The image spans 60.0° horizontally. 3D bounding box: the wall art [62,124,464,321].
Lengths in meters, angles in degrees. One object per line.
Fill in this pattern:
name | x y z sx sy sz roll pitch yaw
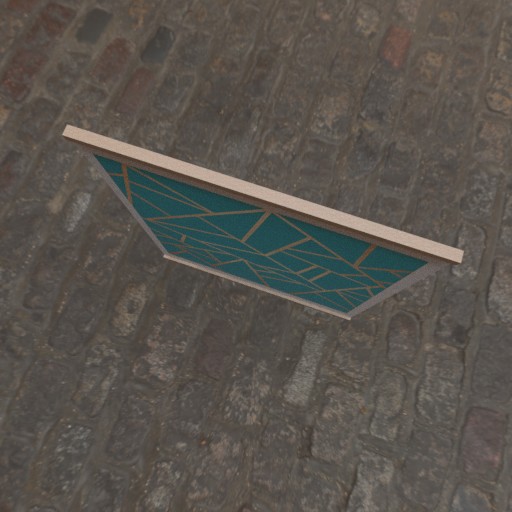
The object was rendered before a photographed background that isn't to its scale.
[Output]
wall art | 0.000 0.000 0.673 0.405 0.508 0.012 18 76 5
